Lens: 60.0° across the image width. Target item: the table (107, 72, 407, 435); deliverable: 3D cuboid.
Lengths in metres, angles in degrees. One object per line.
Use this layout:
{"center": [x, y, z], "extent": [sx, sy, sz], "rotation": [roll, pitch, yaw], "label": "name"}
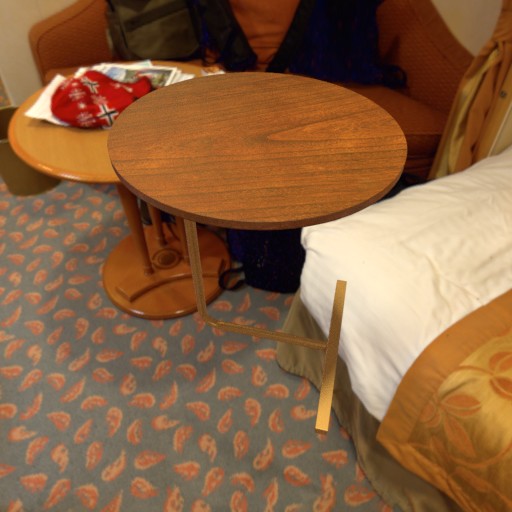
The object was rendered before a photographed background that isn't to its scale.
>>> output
{"center": [0.000, 0.000, 1.123], "extent": [0.577, 0.706, 0.530], "rotation": [10, 47, 9], "label": "table"}
